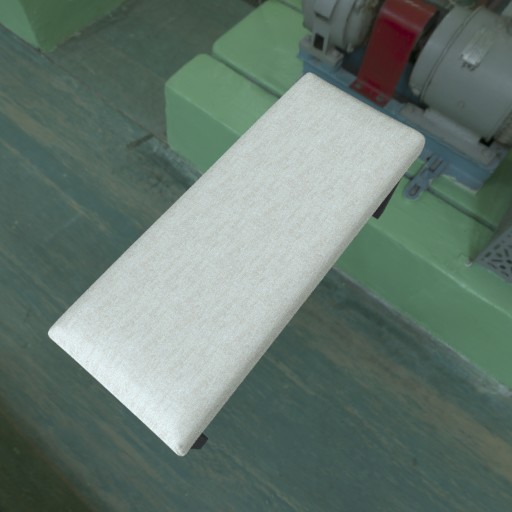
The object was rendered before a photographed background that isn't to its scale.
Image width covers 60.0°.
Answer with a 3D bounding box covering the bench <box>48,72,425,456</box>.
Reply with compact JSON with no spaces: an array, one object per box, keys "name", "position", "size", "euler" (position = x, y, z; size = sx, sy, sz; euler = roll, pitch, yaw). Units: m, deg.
[{"name":"bench","position":[0.000,0.000,1.261],"size":[0.407,0.456,1.013],"euler":[36,70,15]}]
